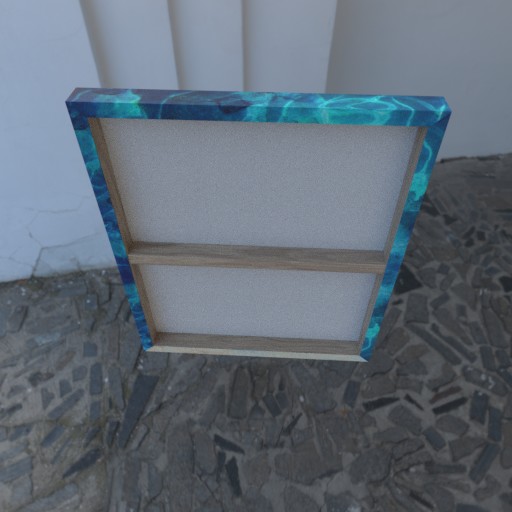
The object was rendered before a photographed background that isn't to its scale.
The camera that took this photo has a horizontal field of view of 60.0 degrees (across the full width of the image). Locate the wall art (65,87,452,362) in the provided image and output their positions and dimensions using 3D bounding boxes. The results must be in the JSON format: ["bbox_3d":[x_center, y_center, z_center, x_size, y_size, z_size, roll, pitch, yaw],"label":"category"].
[{"bbox_3d":[0.000,0.000,0.686,0.432,0.508,0.038,2,45,2],"label":"wall art"}]
